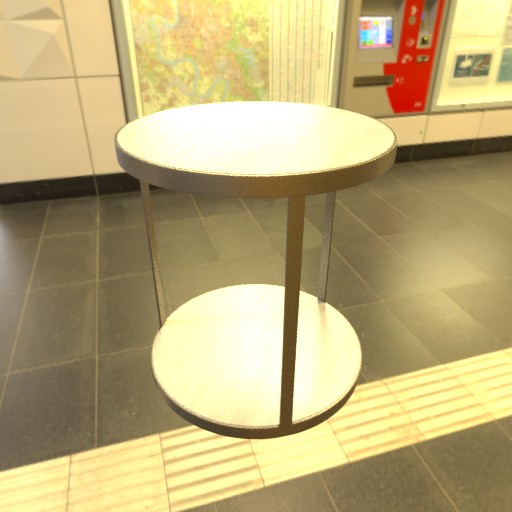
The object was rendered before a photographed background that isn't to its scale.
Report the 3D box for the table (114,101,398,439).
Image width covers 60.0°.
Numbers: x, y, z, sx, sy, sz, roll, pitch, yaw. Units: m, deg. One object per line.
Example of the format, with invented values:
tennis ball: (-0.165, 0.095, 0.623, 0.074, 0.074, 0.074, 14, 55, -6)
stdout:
table: (0.000, 0.000, 0.840, 0.445, 0.479, 0.445, 0, 30, 0)
